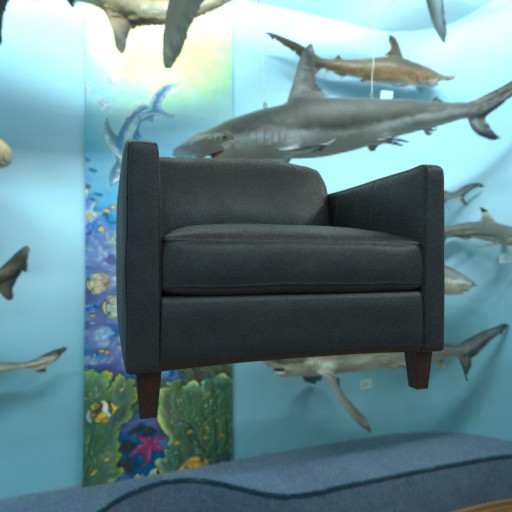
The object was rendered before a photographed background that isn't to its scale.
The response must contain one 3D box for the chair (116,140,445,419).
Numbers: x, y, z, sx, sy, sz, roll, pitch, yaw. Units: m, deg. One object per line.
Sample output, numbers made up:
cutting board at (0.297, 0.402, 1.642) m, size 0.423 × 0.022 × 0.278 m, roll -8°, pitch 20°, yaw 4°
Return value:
chair at (0.000, 0.000, 1.570) m, size 0.939 × 0.811 × 0.862 m, roll 0°, pitch -1°, yaw -18°
